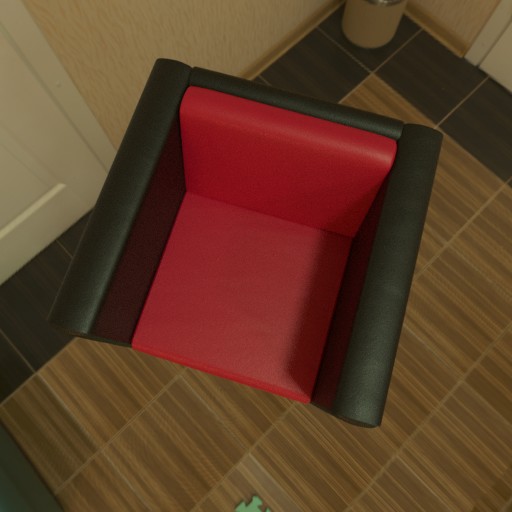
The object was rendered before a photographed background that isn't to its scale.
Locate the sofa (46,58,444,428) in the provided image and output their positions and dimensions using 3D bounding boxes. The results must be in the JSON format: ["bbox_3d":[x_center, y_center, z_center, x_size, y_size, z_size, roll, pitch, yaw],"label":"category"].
[{"bbox_3d":[0.000,0.000,1.462,0.839,0.724,0.809,16,76,4],"label":"sofa"}]
